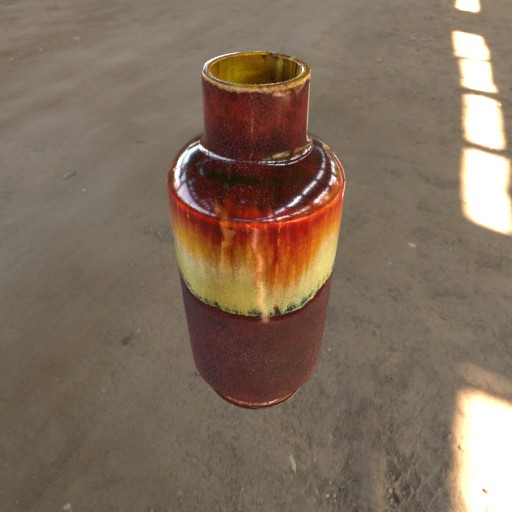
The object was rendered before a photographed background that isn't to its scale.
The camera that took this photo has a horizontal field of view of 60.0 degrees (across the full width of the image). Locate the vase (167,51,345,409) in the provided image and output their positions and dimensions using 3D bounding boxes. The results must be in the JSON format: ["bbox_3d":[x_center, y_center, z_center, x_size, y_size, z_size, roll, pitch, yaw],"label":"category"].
[{"bbox_3d":[0.000,0.000,0.317,0.111,0.261,0.111,0,41,0],"label":"vase"}]
